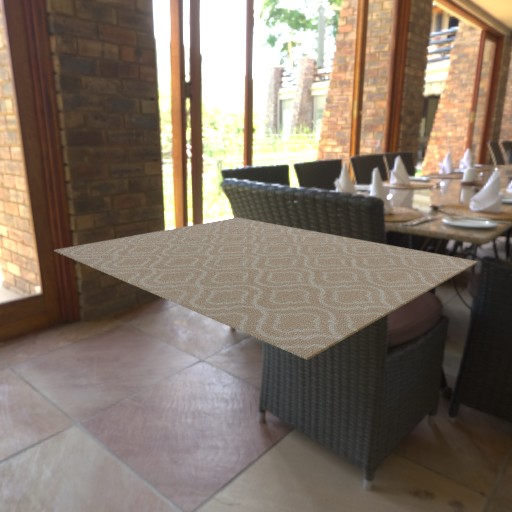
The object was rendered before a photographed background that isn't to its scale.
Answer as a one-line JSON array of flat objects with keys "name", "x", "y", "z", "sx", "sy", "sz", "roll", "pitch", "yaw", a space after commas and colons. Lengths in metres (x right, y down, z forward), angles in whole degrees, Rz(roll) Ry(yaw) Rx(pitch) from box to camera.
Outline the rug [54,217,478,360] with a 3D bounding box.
[{"name": "rug", "x": 0.000, "y": 0.000, "z": 3.839, "sx": 2.894, "sy": 0.013, "sz": 2.286, "roll": 14, "pitch": 21, "yaw": 42}]
